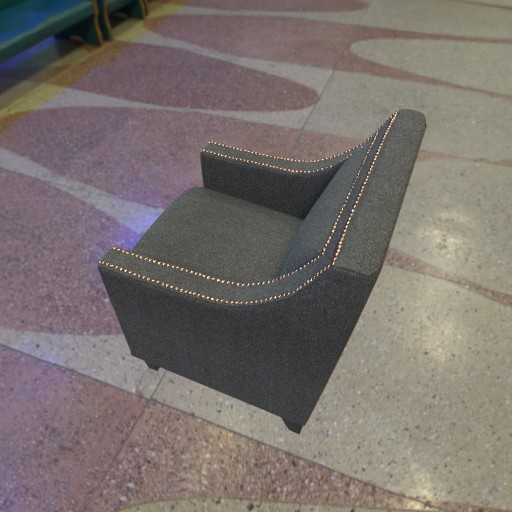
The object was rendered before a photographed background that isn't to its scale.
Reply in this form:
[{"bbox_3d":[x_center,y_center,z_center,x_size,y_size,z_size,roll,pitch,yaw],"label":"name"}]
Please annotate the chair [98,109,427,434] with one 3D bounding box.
[{"bbox_3d":[0.000,0.000,1.635,0.884,0.967,0.776,17,49,16],"label":"chair"}]
